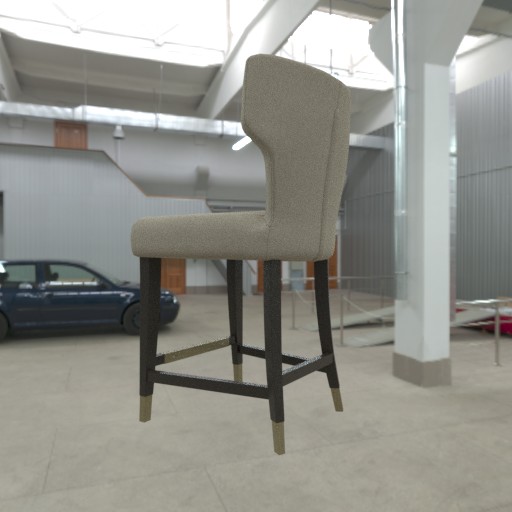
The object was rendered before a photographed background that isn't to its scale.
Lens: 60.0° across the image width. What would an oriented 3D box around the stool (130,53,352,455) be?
[{"bbox_3d":[0.000,0.000,1.363,0.563,0.982,0.527,0,1,35],"label":"stool"}]
